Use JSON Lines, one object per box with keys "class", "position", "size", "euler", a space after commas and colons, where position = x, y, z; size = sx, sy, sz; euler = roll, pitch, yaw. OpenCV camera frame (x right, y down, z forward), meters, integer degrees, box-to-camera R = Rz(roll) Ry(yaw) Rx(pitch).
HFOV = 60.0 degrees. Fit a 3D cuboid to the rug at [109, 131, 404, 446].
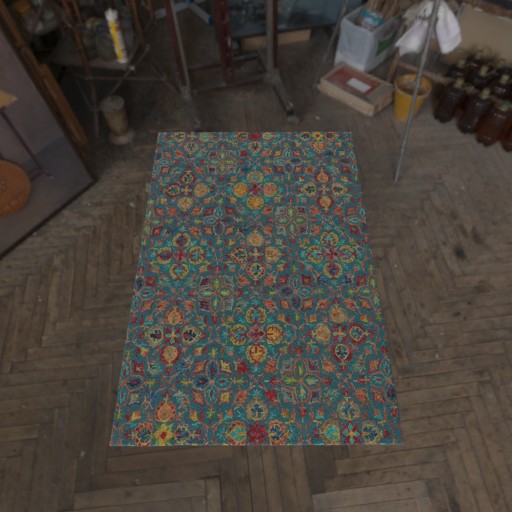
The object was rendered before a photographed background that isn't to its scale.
{"class": "rug", "position": [0.000, 0.000, 2.307], "size": [1.216, 0.014, 1.836], "euler": [0, 58, 0]}
